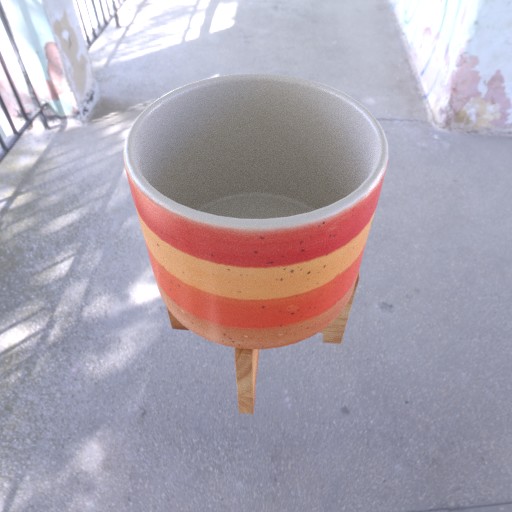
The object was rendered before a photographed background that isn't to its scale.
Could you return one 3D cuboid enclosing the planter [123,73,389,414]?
[{"bbox_3d":[0.000,0.000,0.421,0.199,0.268,0.199,0,49,0],"label":"planter"}]
